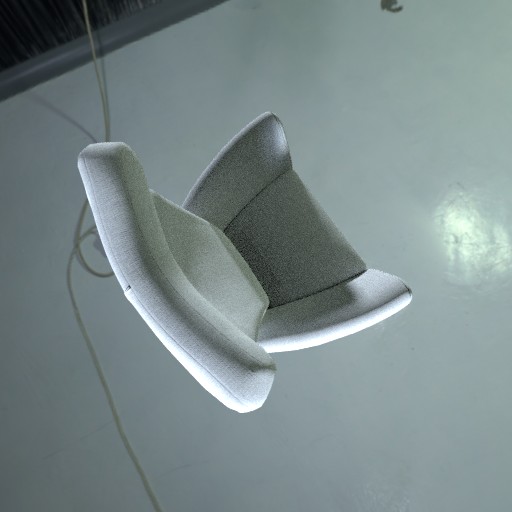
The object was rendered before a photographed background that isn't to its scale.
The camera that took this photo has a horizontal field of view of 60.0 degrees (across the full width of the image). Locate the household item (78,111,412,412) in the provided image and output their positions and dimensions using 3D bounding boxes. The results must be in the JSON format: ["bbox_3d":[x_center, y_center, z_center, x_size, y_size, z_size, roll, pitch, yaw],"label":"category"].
[{"bbox_3d":[0.000,0.000,1.771,0.900,1.050,0.980,-33,78,-8],"label":"household item"}]
